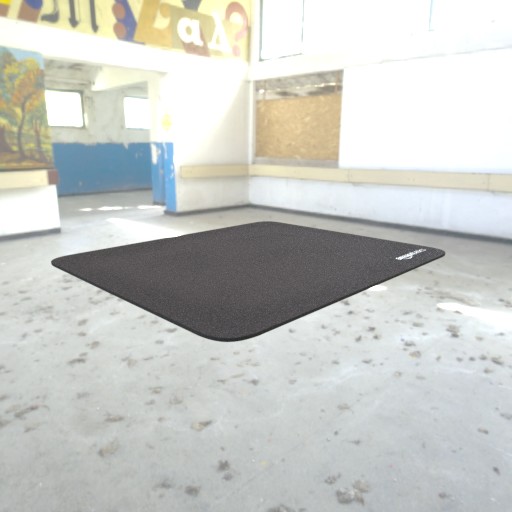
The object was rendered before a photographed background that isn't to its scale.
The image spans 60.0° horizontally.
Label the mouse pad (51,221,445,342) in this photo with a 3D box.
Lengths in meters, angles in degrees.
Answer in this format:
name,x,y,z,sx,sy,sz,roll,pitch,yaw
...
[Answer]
name,x,y,z,sx,sy,sz,roll,pitch,yaw
mouse pad,0.000,0.000,0.352,0.211,0.002,0.249,14,20,43
